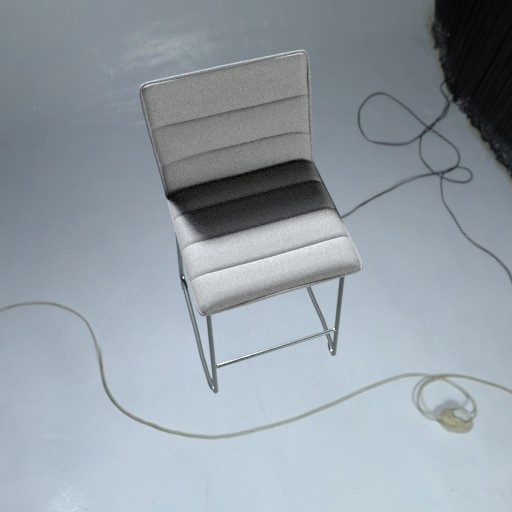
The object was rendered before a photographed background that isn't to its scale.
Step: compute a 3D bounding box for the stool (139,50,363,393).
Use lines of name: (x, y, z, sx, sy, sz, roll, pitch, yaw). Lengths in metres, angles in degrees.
stool: (0.000, 0.000, 1.282, 0.490, 0.960, 0.490, -15, 63, -8)
